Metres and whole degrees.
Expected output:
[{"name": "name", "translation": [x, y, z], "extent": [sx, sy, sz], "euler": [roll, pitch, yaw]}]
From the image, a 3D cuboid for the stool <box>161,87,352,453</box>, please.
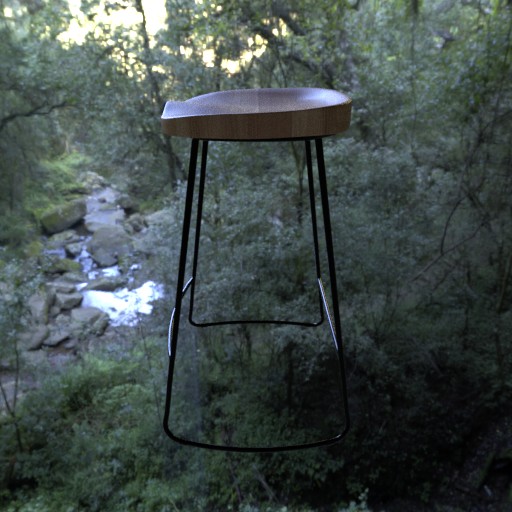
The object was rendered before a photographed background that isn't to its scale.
[{"name": "stool", "translation": [0.000, 0.000, 0.987], "extent": [0.401, 0.679, 0.480], "euler": [0, 26, 0]}]
